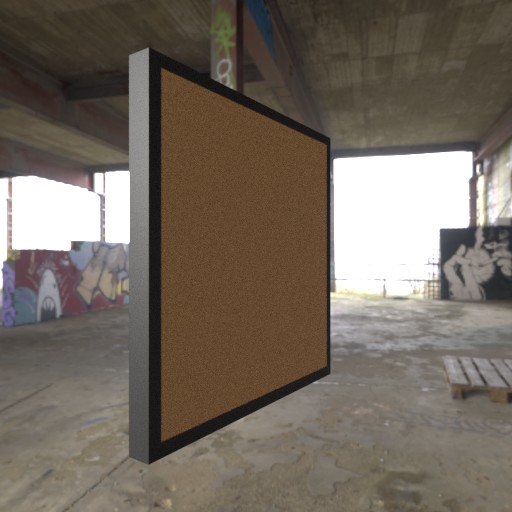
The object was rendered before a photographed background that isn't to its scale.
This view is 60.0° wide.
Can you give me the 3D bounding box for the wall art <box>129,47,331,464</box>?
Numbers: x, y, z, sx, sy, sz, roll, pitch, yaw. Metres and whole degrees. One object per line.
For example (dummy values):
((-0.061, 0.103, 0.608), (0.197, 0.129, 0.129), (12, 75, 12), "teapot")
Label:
((0.000, 0.000, 0.755), (0.037, 0.506, 0.506), (0, 0, 35), "wall art")
